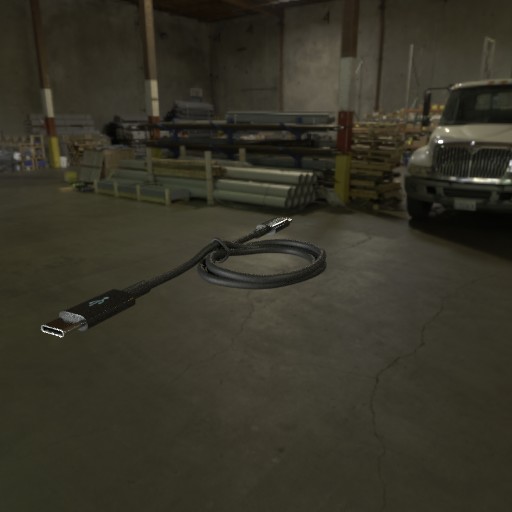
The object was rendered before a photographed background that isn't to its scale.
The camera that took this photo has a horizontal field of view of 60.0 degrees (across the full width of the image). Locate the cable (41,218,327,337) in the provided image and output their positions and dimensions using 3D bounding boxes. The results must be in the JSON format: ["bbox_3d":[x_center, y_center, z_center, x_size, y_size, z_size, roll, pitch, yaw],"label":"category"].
[{"bbox_3d":[0.000,0.000,0.227,0.070,0.014,0.203,8,19,25],"label":"cable"}]
